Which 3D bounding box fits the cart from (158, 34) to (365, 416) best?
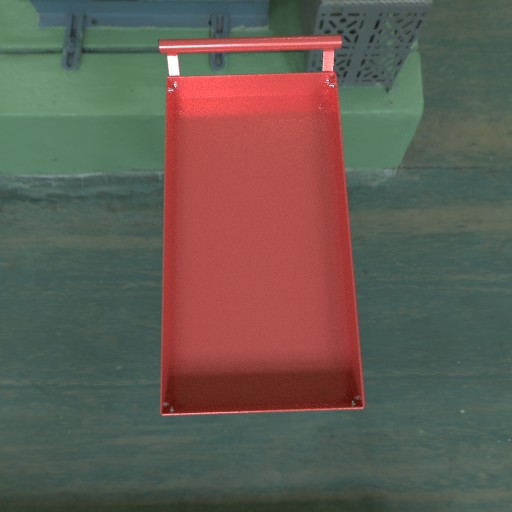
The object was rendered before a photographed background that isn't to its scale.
[{"bbox_3d":[0.000,0.000,1.174,0.366,0.780,0.719,-2,76,0],"label":"cart"}]
